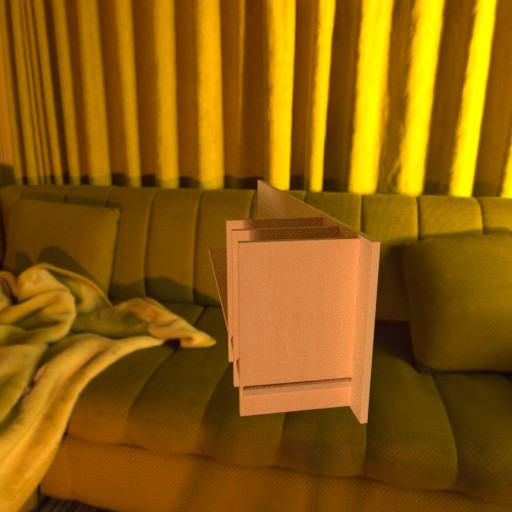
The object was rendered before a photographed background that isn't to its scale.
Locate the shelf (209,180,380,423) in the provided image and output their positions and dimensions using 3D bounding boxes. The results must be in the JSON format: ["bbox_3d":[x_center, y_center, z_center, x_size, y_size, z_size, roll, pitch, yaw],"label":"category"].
[{"bbox_3d":[0.000,0.000,1.148,0.200,0.300,1.020,-2,15,-9],"label":"shelf"}]
